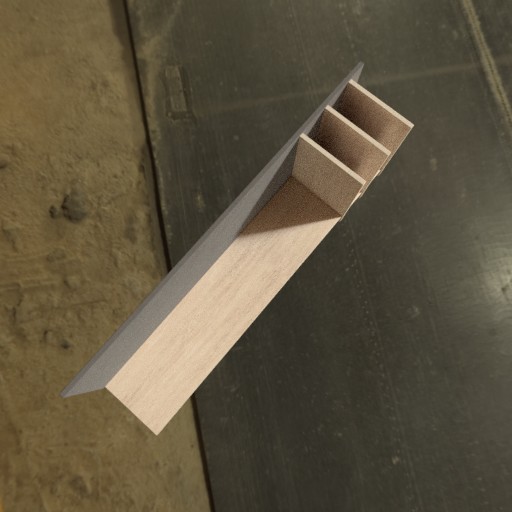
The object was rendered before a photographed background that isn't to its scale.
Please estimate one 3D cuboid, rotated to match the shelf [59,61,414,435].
[{"bbox_3d":[0.000,0.000,1.129,0.200,0.300,1.020,40,81,8],"label":"shelf"}]
